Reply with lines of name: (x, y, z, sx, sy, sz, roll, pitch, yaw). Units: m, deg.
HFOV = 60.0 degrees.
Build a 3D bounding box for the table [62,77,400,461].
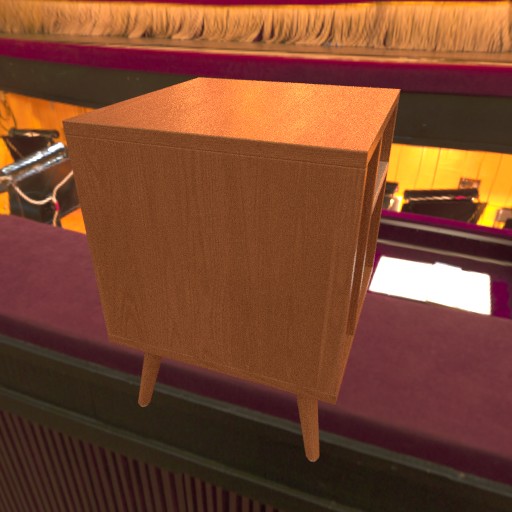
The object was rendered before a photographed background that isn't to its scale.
table: (0.000, 0.000, 0.825, 0.400, 0.550, 0.400, 11, 32, 18)
